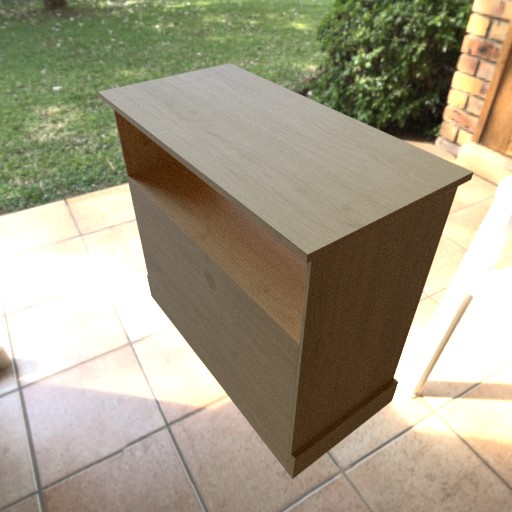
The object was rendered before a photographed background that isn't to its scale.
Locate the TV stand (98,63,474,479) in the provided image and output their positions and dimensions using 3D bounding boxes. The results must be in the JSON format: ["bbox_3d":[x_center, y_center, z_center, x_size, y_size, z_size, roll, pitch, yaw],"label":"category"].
[{"bbox_3d":[0.000,0.000,1.276,0.430,0.787,0.851,-25,46,-27],"label":"TV stand"}]
